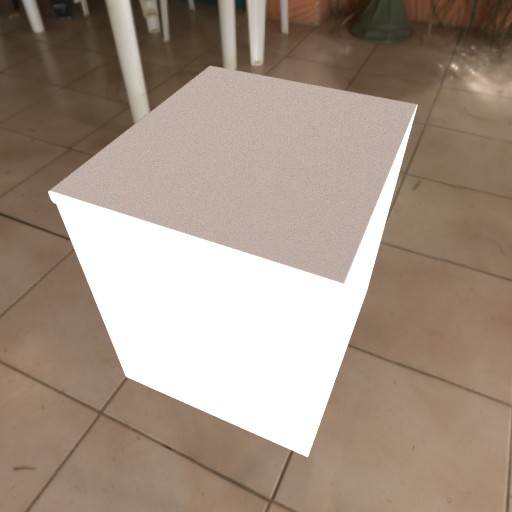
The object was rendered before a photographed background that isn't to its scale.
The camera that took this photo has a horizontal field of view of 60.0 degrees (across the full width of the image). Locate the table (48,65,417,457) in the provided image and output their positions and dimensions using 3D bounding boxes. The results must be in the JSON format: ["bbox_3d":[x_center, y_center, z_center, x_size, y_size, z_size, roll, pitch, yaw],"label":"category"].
[{"bbox_3d":[0.000,0.000,0.793,0.380,0.460,0.420,18,48,17],"label":"table"}]
